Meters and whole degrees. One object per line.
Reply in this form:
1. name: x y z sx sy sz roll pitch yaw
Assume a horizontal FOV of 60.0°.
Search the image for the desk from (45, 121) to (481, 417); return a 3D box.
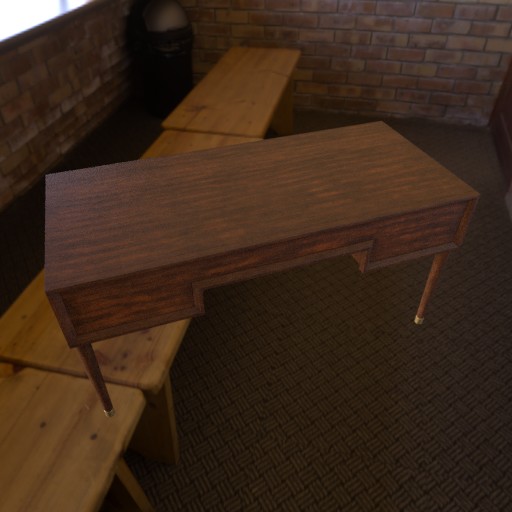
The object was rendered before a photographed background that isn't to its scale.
1. desk: 0.000 0.000 2.010 1.575 0.762 0.724 -13 42 -15
